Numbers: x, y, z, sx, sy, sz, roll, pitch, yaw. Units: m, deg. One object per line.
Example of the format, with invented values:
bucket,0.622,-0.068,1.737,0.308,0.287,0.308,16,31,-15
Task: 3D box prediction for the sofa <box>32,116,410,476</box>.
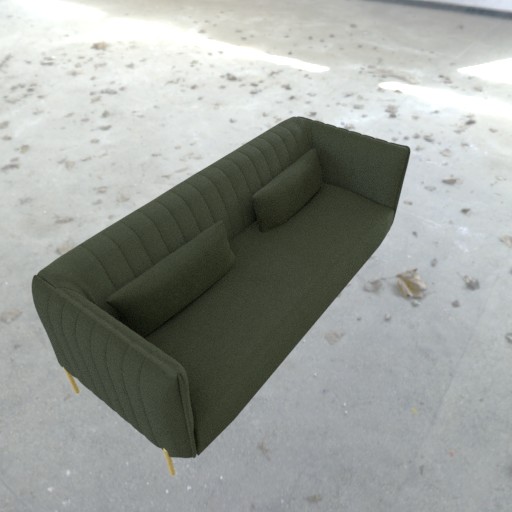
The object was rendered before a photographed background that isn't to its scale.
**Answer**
sofa,0.000,0.000,2.499,0.896,0.793,2.137,26,47,27
